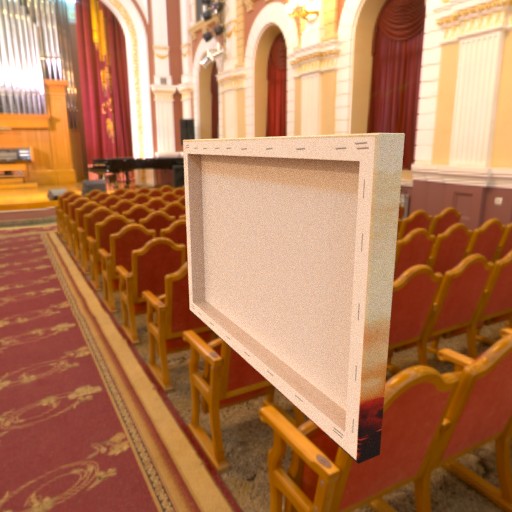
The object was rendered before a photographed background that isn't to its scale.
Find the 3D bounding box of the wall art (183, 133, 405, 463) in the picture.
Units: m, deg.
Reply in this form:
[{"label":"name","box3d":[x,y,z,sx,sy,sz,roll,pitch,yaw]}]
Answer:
[{"label":"wall art","box3d":[0.000,0.000,0.780,0.040,0.402,0.613,-7,16,-27]}]
